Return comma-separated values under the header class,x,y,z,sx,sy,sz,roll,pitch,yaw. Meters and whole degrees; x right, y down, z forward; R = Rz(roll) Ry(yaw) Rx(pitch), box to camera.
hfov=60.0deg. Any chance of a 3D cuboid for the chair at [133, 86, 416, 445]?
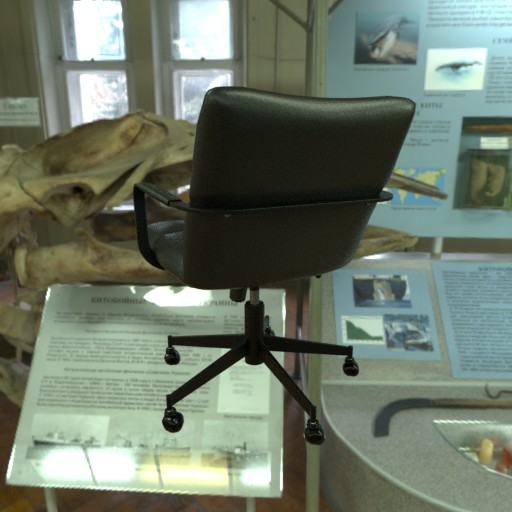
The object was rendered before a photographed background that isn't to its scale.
class,x,y,z,sx,sy,sz,roll,pitch,yaw
chair,0.000,0.000,1.406,0.719,0.922,0.748,-8,16,-27
